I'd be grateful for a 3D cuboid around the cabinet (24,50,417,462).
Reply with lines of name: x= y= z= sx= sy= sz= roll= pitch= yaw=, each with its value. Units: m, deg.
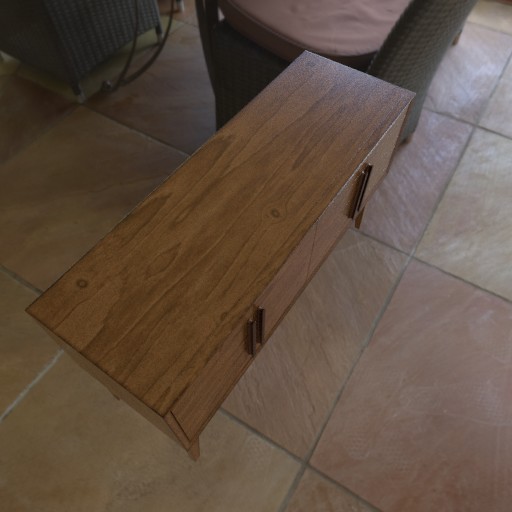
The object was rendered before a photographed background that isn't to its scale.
cabinet: x=0.000 y=0.000 z=1.683 sx=0.477 sy=0.802 sz=1.363 roll=30 pitch=62 yaw=18
